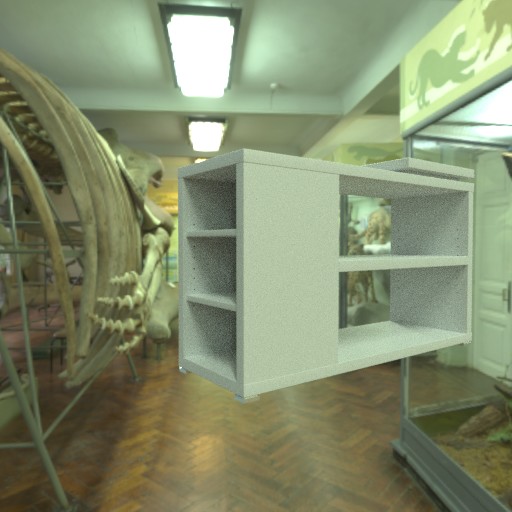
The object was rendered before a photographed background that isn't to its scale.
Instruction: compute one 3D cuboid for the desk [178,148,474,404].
[{"bbox_3d":[0.000,0.000,2.167,1.200,0.753,1.524,-1,2,-36],"label":"desk"}]
